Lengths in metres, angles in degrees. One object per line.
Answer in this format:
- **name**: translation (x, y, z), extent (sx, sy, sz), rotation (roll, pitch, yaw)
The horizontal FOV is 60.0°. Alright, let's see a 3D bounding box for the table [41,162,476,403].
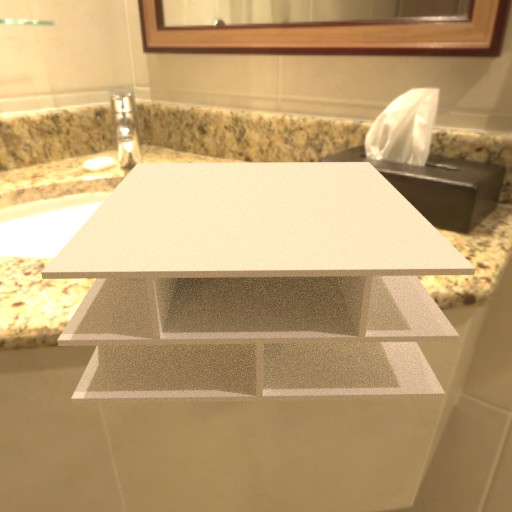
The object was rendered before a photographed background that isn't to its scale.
- **table**: translation (0.000, 0.000, 1.090), extent (0.700, 0.289, 0.700), rotation (0, 26, -1)
